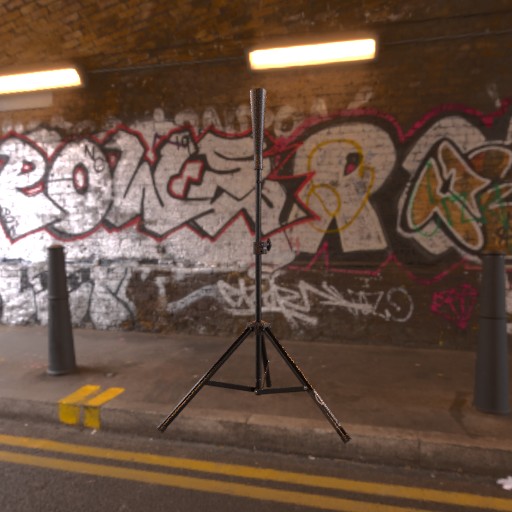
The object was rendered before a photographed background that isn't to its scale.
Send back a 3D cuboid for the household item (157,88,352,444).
[{"bbox_3d":[0.000,0.000,1.390,0.559,1.067,0.559,-1,2,-37],"label":"household item"}]
